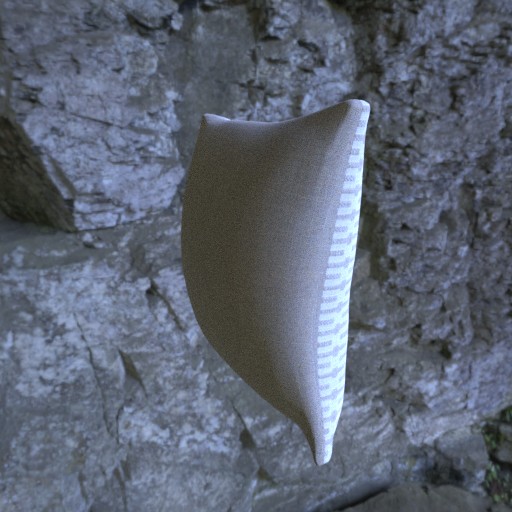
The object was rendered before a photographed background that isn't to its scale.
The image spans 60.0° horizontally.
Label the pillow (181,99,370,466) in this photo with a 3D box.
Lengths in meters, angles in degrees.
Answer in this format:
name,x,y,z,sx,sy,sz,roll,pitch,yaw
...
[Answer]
name,x,y,z,sx,sy,sz,roll,pitch,yaw
pillow,0.000,0.000,0.777,0.219,0.491,0.496,-8,17,-26
